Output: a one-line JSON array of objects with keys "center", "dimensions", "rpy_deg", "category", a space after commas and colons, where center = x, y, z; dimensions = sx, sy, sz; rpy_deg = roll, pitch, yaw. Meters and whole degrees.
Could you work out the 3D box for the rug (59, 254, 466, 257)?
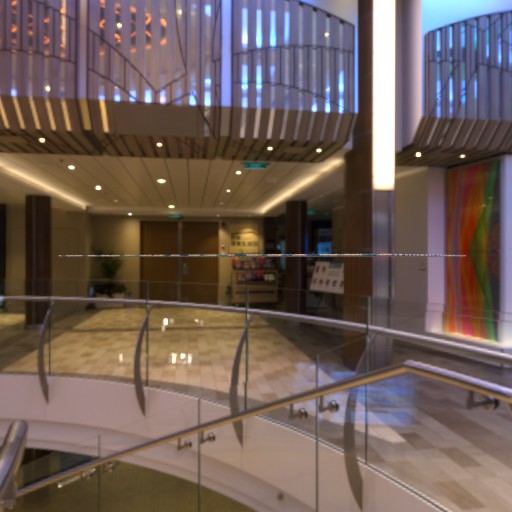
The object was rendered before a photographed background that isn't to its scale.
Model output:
[{"center": [0.000, 0.000, 3.122], "dimensions": [2.439, 0.008, 1.531], "rpy_deg": [0, 0, 36], "category": "rug"}]
